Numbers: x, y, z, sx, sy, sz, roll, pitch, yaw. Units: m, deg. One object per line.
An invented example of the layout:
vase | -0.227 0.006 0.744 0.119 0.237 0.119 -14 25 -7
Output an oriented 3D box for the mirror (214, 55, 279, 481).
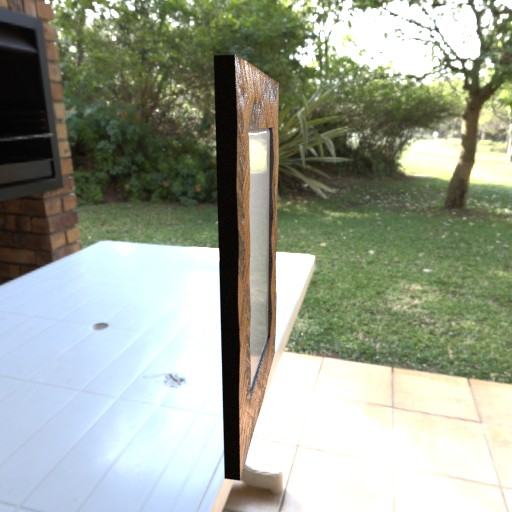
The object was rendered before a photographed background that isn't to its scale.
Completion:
mirror | 0.000 0.000 1.188 0.044 0.912 0.606 3 17 10
